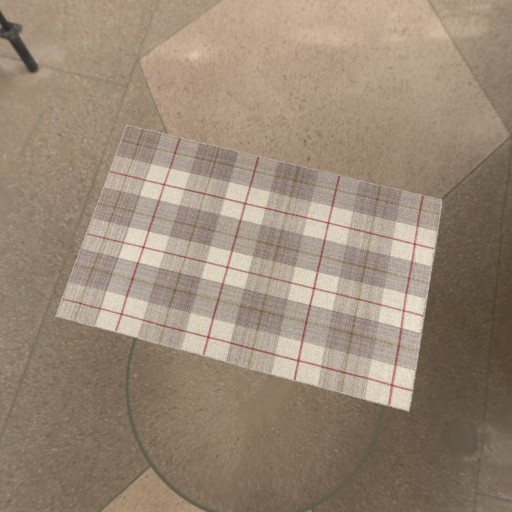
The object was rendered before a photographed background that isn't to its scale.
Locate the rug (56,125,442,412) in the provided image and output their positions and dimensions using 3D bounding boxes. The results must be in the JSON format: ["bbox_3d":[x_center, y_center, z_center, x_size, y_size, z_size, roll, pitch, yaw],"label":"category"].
[{"bbox_3d":[0.000,0.000,3.161,2.464,0.010,1.549,14,75,4],"label":"rug"}]
